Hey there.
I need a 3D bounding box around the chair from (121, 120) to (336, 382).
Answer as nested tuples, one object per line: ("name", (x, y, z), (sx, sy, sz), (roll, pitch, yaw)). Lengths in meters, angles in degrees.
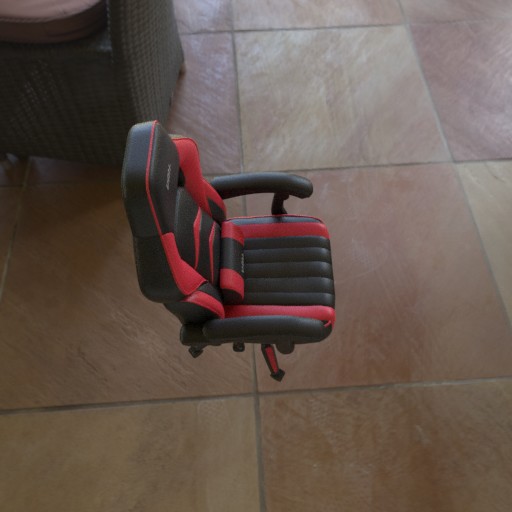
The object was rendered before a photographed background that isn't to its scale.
("chair", (0.000, 0.000, 1.679), (0.700, 1.220, 0.700), (-1, 63, 0))
